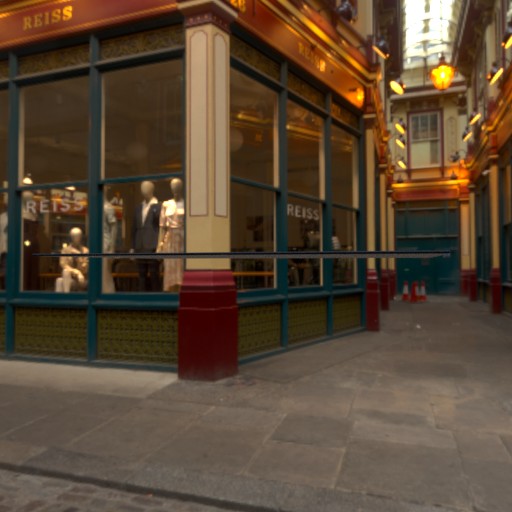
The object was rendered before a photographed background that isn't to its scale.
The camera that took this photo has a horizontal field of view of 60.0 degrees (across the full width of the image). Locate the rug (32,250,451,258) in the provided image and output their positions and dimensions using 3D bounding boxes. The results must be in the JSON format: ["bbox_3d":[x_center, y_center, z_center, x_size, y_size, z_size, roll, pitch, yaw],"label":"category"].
[{"bbox_3d":[0.000,0.000,2.987,2.294,0.014,1.528,0,-1,18],"label":"rug"}]
